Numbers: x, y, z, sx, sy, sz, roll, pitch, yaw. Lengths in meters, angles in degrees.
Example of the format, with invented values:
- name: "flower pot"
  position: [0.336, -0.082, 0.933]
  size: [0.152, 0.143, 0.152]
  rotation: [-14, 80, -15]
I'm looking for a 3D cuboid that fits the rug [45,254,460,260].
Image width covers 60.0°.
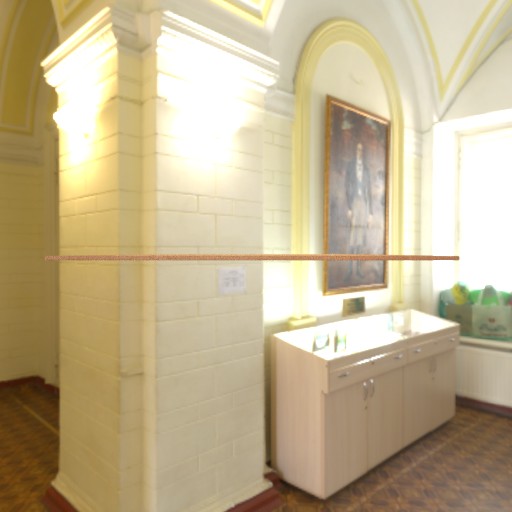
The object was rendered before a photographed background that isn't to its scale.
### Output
- name: "rug"
  position: [0.000, 0.000, 2.212]
  size: [1.219, 0.014, 1.829]
  rotation: [0, 0, 1]
